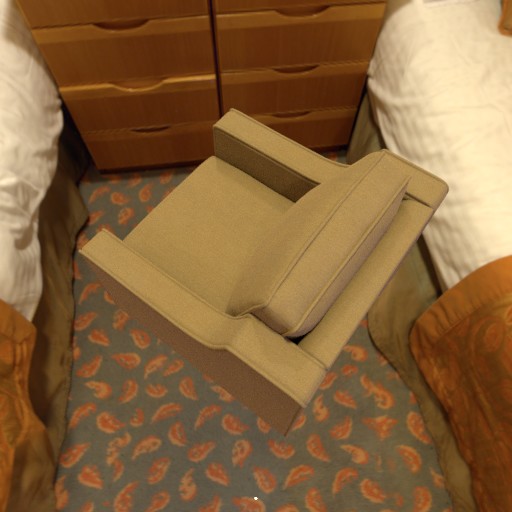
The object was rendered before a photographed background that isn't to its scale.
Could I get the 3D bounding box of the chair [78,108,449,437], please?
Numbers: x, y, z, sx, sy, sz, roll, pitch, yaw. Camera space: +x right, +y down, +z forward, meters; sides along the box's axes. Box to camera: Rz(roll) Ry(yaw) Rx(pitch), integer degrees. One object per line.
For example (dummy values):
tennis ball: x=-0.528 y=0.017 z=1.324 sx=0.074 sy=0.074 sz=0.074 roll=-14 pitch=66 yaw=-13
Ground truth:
chair: x=0.000 y=0.000 z=1.651 sx=0.909 sy=0.960 sz=0.831 roll=33 pitch=66 yaw=17
